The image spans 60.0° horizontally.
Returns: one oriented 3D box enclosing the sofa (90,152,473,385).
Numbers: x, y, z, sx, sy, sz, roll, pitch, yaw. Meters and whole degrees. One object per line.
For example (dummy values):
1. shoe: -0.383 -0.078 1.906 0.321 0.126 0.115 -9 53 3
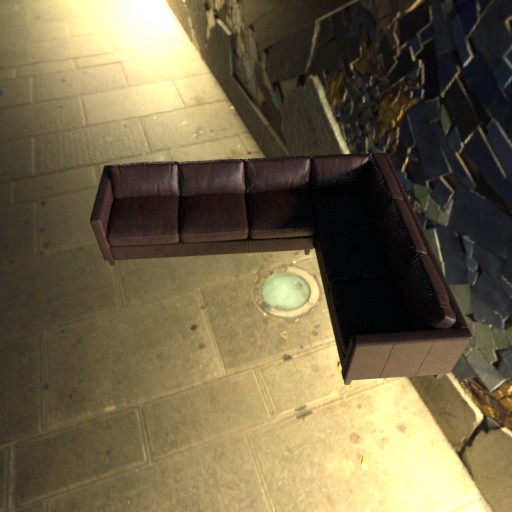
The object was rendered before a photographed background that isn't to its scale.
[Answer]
1. sofa: 0.000 0.000 4.305 3.152 0.836 2.438 -3 48 -3
